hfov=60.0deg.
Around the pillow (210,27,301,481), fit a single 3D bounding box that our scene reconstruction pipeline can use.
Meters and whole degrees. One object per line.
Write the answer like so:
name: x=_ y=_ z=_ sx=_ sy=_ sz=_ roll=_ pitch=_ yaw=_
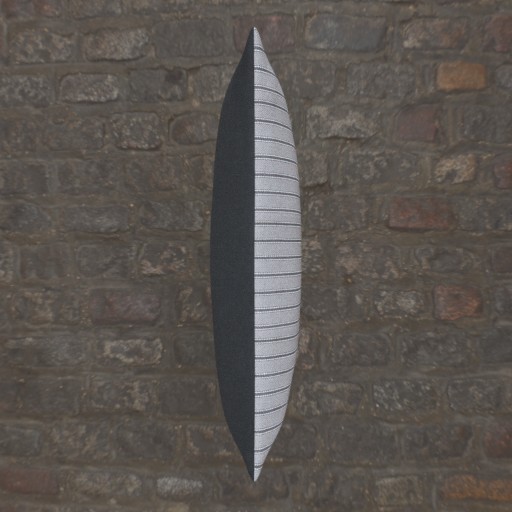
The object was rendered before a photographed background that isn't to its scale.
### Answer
pillow: x=0.000 y=0.000 z=0.737 sx=0.151 sy=0.305 sz=0.609 roll=0 pitch=90 yaw=2
